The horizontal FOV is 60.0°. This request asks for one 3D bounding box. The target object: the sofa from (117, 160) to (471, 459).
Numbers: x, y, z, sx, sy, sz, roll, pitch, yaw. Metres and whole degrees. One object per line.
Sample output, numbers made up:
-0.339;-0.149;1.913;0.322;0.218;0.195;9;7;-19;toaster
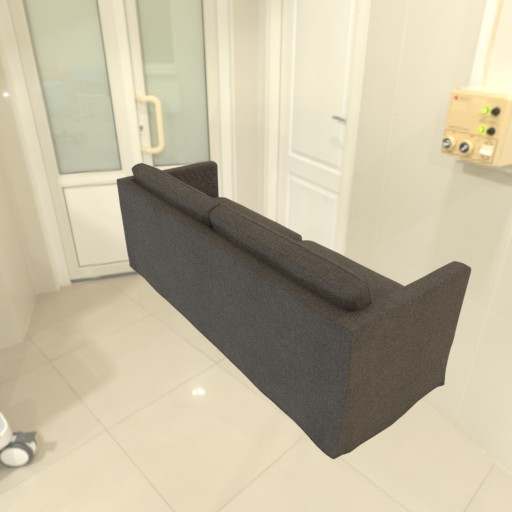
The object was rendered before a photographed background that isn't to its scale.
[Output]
0.000;0.000;3.337;1.036;0.998;2.779;-19;33;-32;sofa
